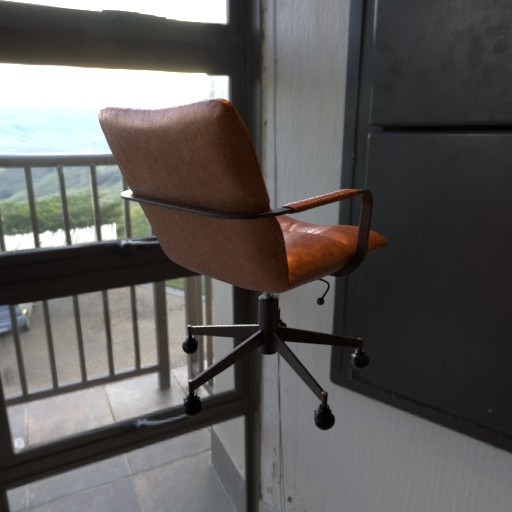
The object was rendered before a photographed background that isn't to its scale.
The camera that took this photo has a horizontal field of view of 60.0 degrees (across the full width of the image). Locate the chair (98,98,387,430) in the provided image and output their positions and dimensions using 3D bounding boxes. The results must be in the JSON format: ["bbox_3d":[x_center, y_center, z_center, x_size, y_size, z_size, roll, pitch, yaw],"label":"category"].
[{"bbox_3d":[0.000,0.000,1.450,0.754,0.922,0.727,-15,21,-43],"label":"chair"}]
